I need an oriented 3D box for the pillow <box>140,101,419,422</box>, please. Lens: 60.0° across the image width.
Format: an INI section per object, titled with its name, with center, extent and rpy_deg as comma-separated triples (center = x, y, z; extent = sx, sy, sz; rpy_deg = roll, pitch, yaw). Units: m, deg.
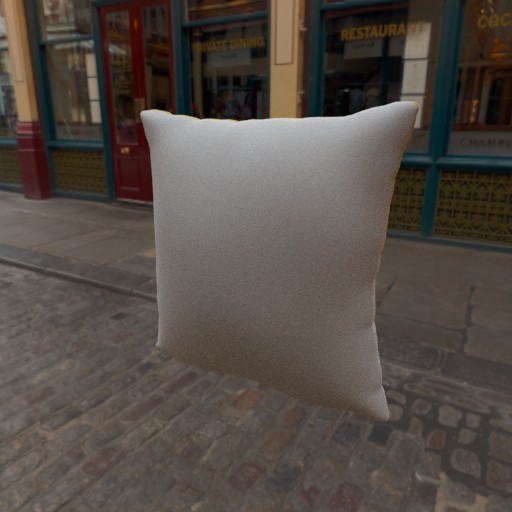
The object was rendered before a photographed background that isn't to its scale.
[pillow]
center = 0.000, 0.000, 0.700
extent = 0.450, 0.450, 0.211
rpy_deg = 9, 18, 28
